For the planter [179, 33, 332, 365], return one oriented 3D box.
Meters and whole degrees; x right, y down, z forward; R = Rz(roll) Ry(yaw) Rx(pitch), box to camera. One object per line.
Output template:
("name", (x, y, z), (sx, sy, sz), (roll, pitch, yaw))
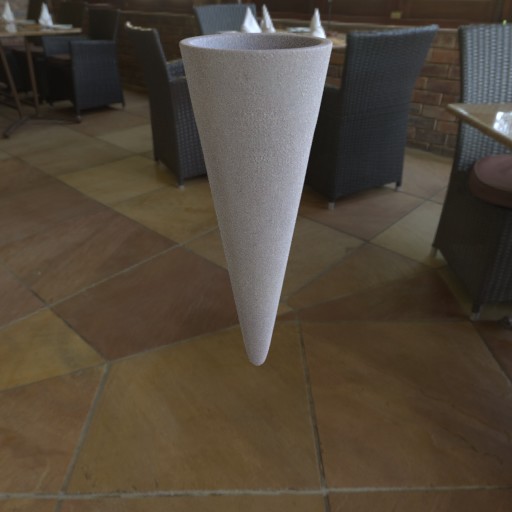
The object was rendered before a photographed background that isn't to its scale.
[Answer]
("planter", (0.000, 0.000, 0.295), (0.078, 0.259, 0.087), (1, 31, 2))
